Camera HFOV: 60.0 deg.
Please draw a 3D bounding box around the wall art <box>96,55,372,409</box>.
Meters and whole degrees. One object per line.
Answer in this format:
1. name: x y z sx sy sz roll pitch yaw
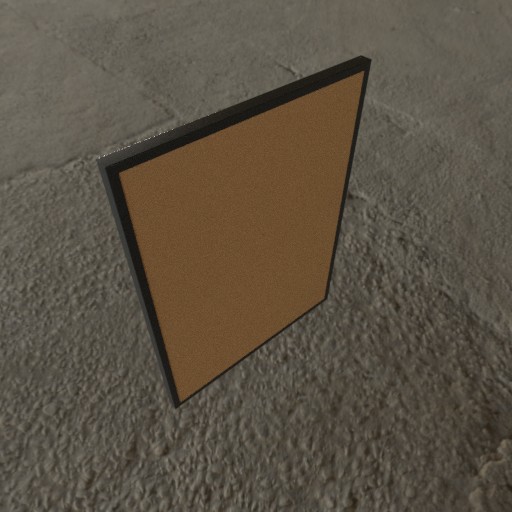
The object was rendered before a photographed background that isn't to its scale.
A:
1. wall art: 0.000 0.000 1.438 0.804 1.061 0.039 -31 53 -26
